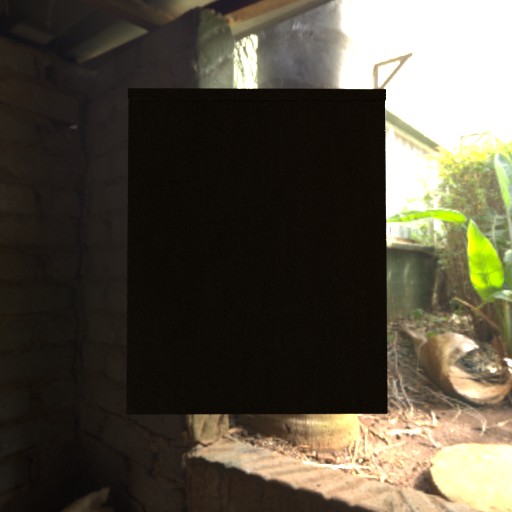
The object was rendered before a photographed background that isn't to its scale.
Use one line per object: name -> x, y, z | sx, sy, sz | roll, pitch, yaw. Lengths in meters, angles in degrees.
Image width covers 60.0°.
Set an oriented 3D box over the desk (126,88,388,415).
desk -> 0.000, 0.000, 1.565 | 0.600, 0.750, 1.100 | 0, -1, 0
